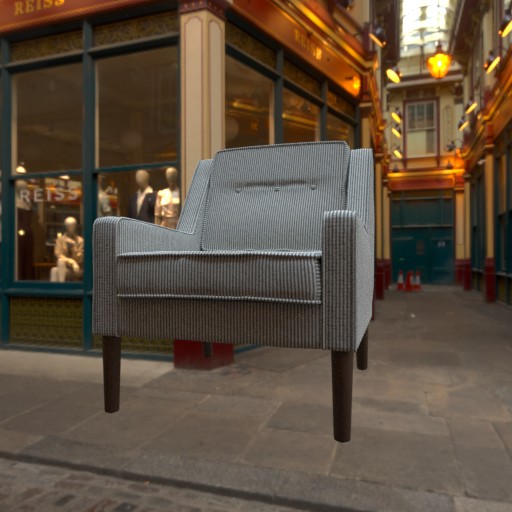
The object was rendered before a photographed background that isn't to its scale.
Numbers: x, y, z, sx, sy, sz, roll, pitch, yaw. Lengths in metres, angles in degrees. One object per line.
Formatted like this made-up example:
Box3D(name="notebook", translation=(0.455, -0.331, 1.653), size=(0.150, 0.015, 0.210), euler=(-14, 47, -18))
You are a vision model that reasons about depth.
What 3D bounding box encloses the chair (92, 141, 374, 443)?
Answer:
Box3D(name="chair", translation=(0.000, 0.000, 1.337), size=(0.663, 0.792, 0.743), euler=(0, 0, 17))
